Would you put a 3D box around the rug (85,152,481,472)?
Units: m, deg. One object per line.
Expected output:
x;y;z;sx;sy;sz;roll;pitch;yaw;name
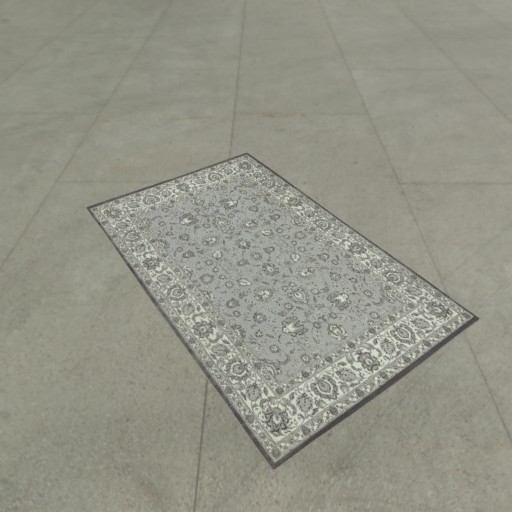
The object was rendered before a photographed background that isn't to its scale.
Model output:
0.000;0.000;3.007;1.524;0.011;2.438;-25;47;-25;rug
